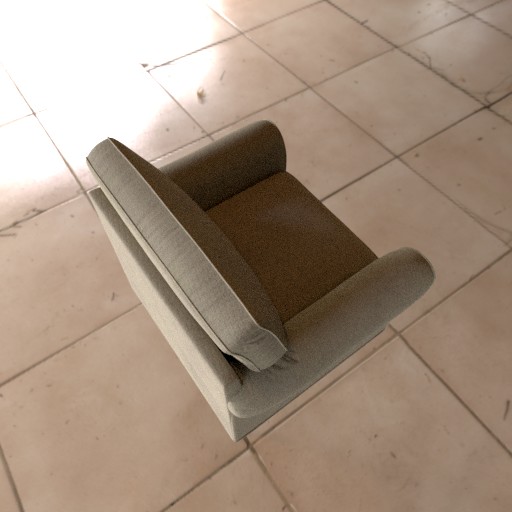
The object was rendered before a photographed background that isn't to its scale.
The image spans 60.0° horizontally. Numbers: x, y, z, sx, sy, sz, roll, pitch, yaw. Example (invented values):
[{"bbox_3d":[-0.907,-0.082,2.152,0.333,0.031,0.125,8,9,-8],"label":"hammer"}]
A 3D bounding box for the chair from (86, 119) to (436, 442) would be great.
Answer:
[{"bbox_3d":[0.000,0.000,1.902,0.939,1.044,1.147,-31,62,-19],"label":"chair"}]
